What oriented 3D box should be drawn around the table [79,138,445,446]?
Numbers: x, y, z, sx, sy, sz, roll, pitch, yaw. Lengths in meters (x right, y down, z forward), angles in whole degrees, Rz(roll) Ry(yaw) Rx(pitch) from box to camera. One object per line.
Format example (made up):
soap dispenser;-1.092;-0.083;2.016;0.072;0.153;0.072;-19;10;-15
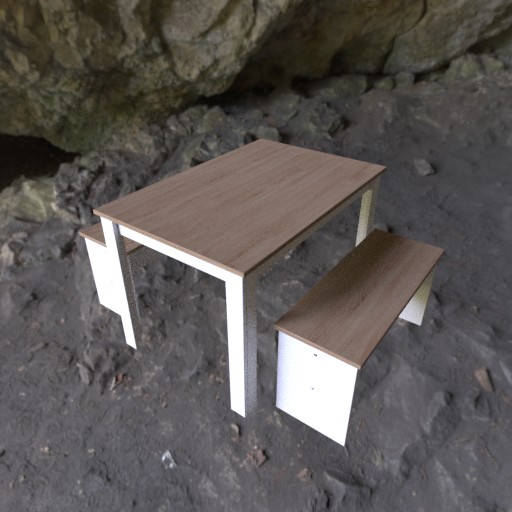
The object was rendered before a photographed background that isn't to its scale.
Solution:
table;0.000;0.000;2.071;1.443;0.700;1.100;21;38;30
